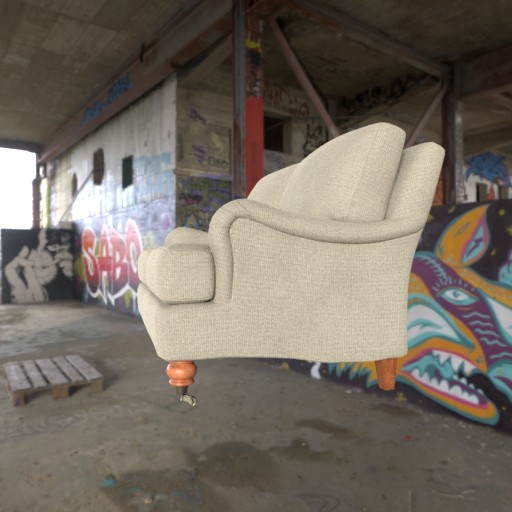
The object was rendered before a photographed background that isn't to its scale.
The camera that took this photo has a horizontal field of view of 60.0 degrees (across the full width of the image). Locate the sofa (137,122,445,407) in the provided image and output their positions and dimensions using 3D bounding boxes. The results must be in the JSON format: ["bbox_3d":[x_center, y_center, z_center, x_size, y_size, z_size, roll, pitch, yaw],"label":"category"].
[{"bbox_3d":[0.000,0.000,2.193,1.087,0.999,1.480,0,0,-18],"label":"sofa"}]
